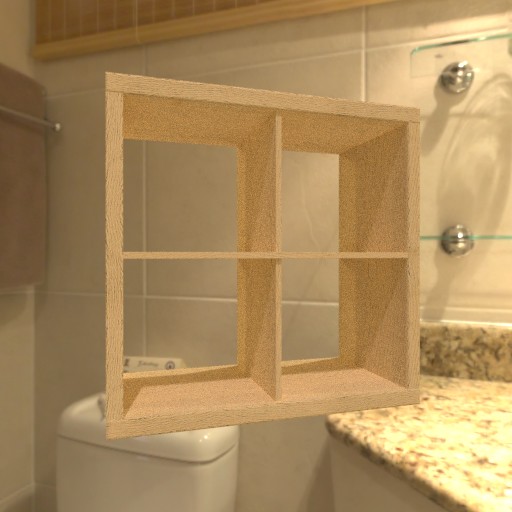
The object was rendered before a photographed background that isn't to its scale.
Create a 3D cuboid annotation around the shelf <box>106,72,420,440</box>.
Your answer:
[{"bbox_3d":[0.000,0.000,1.247,0.790,0.786,0.390,0,0,-17],"label":"shelf"}]
